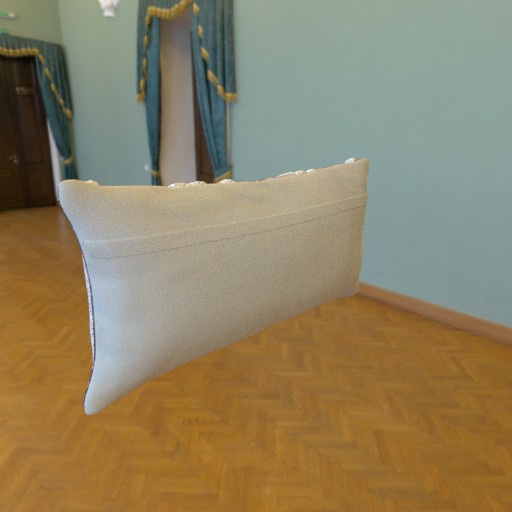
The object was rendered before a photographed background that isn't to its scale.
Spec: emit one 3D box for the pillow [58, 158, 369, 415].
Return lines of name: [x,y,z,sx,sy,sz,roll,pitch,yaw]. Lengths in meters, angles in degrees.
pillow: [0.000,0.000,0.723,0.608,0.295,0.161,-15,22,-42]
